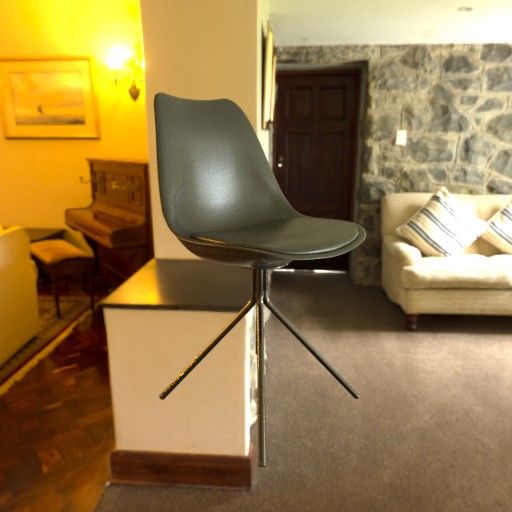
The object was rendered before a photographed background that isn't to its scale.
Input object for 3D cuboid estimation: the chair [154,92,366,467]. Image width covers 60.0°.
[{"bbox_3d":[0.000,0.000,1.192,0.525,0.850,0.461,13,19,43],"label":"chair"}]
